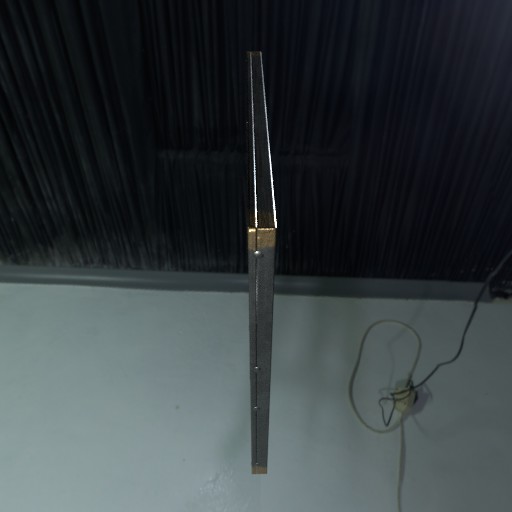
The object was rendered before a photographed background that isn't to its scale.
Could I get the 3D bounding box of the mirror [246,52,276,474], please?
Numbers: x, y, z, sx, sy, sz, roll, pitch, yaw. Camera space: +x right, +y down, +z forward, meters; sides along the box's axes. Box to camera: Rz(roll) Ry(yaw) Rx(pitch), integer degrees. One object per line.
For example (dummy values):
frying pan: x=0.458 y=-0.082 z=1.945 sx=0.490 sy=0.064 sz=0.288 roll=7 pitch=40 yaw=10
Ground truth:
mirror: x=0.000 y=0.000 z=0.564 sx=0.020 sy=0.381 sz=0.382 roll=-1 pitch=41 yaw=-1
